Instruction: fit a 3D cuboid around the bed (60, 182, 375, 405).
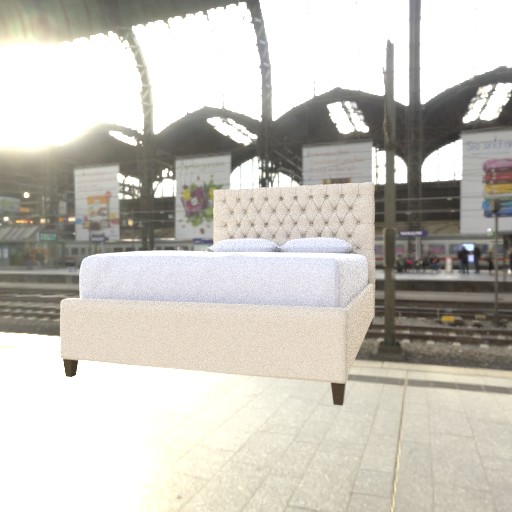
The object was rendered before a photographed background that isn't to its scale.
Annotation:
[{"bbox_3d":[0.000,0.000,3.476,1.698,1.427,2.387,0,0,18],"label":"bed"}]
